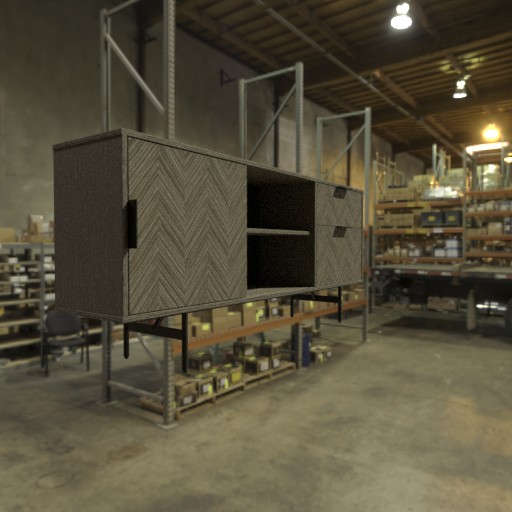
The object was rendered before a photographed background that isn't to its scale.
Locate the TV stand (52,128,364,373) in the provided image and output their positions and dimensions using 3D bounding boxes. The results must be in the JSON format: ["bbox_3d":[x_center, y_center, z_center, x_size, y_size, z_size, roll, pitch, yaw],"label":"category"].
[{"bbox_3d":[0.000,0.000,2.130,0.405,0.787,1.804,1,2,36],"label":"TV stand"}]
